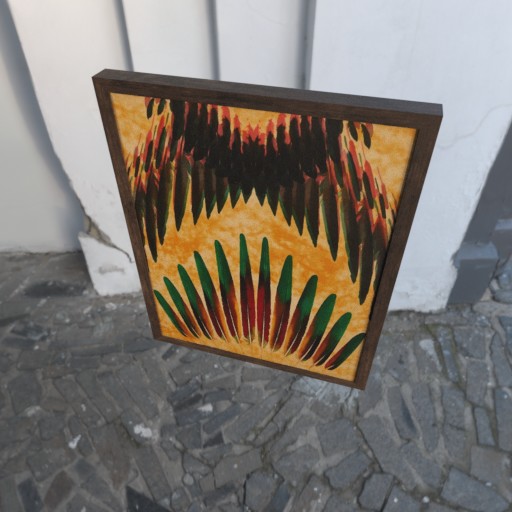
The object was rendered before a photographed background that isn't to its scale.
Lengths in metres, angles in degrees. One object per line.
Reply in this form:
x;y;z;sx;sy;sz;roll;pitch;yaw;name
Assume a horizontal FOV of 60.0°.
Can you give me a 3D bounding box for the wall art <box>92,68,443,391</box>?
0.000;0.000;0.542;0.329;0.406;0.027;11;42;12;wall art
